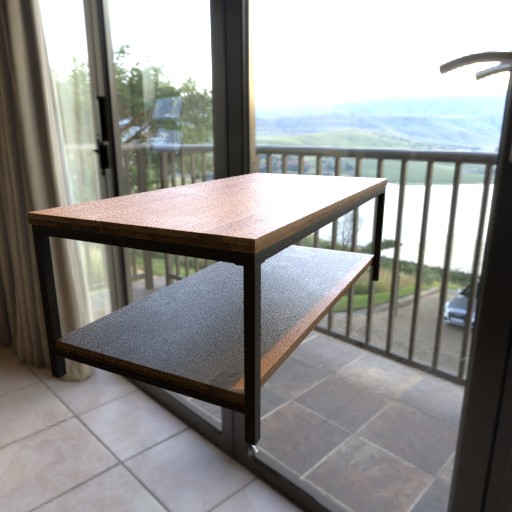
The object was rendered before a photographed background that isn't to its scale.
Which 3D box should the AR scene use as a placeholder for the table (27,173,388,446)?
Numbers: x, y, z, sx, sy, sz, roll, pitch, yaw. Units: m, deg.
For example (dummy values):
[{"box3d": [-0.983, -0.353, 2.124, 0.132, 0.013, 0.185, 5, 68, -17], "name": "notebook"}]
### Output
[{"box3d": [0.000, 0.000, 1.363, 0.551, 0.399, 1.100, 8, 17, 26], "name": "table"}]
